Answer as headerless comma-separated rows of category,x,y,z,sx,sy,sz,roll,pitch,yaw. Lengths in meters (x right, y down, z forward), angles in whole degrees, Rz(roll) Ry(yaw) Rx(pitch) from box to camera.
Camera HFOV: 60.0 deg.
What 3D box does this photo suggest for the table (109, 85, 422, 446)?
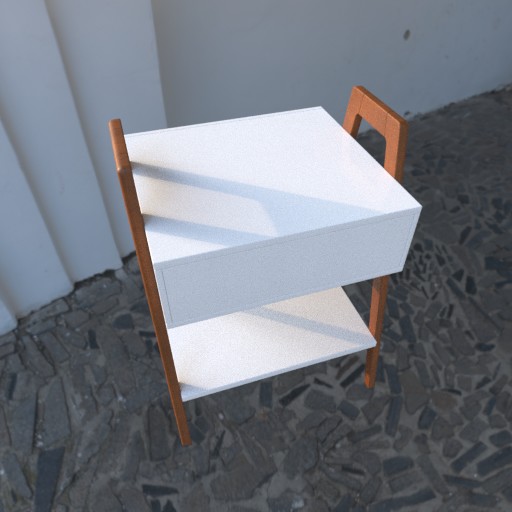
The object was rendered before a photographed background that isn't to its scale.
table,0.000,0.000,0.919,0.457,0.610,0.405,-12,44,-13
